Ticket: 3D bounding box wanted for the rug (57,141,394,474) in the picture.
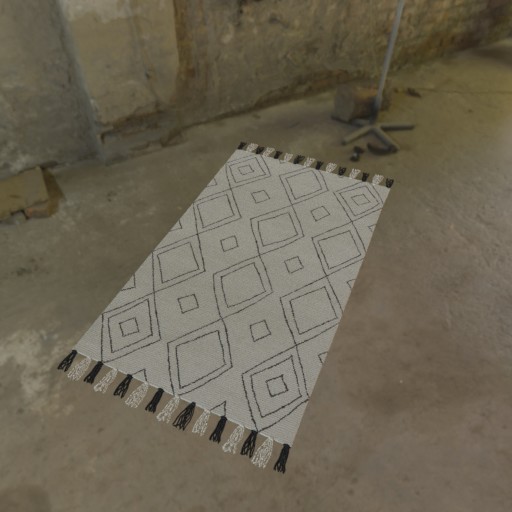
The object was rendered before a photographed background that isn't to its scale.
[{"bbox_3d":[0.000,0.000,3.359,1.524,0.021,2.755,18,50,16],"label":"rug"}]
